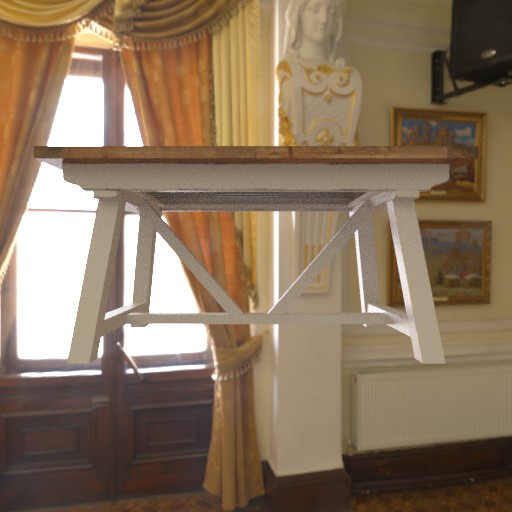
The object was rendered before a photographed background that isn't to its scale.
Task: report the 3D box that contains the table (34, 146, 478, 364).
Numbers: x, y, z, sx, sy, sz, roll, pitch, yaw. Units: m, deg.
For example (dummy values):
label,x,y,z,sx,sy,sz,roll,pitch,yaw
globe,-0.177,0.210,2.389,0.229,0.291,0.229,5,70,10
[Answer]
label,x,y,z,sx,sy,sz,roll,pitch,yaw
table,0.000,0.000,1.959,1.503,0.743,0.922,0,0,0
